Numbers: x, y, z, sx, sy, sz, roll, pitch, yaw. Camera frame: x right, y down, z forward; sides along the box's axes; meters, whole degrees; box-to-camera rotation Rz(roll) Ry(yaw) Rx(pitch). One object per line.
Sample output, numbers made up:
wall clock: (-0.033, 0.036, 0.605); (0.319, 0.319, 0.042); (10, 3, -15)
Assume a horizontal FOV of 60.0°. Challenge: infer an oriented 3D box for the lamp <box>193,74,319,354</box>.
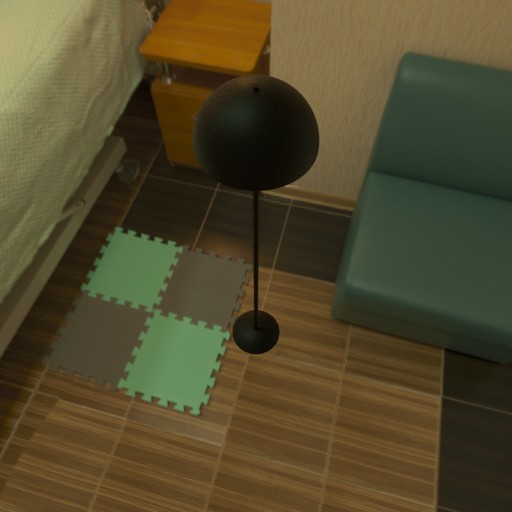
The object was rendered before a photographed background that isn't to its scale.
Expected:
lamp: (0.000, 0.000, 1.639); (0.328, 1.480, 0.328); (-12, 59, -7)
